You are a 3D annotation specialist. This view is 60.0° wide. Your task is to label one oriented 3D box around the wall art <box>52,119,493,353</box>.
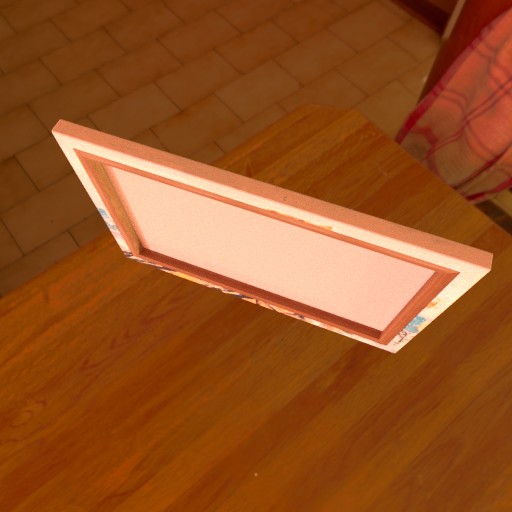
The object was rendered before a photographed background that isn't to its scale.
[{"bbox_3d":[0.000,0.000,1.144,0.913,0.609,0.038,19,65,9],"label":"wall art"}]
